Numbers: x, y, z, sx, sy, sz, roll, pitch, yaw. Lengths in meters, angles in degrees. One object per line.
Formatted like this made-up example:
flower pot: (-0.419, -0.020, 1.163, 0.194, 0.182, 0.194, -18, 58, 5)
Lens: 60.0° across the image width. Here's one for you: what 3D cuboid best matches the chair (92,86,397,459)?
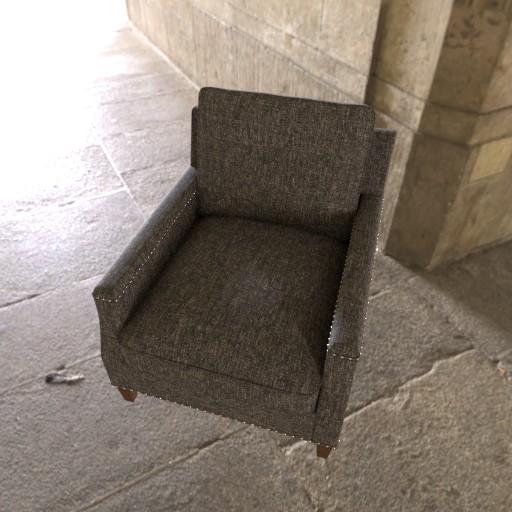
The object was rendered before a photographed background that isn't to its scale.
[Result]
chair: (0.000, 0.000, 1.667, 0.853, 0.943, 1.014, 11, 43, 12)
